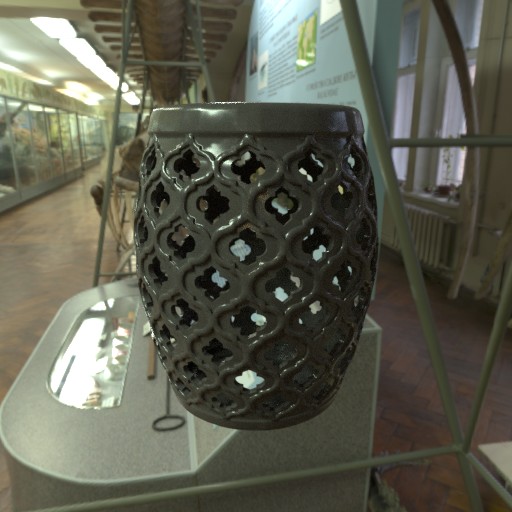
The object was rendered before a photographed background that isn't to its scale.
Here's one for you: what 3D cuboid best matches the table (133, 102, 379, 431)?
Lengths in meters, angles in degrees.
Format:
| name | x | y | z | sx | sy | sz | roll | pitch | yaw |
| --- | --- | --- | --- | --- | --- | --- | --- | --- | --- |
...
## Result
| name | x | y | z | sx | sy | sz | roll | pitch | yaw |
| --- | --- | --- | --- | --- | --- | --- | --- | --- | --- |
| table | 0.000 | 0.000 | 0.615 | 0.325 | 0.388 | 0.325 | 0 | 15 | 0 |
